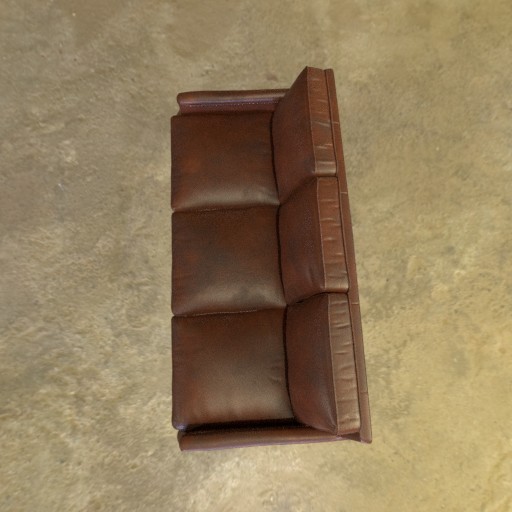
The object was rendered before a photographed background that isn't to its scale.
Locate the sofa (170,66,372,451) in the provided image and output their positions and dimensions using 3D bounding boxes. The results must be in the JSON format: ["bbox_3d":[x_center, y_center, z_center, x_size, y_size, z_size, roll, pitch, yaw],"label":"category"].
[{"bbox_3d":[0.000,0.000,2.799,1.084,1.003,2.240,-3,76,-1],"label":"sofa"}]
